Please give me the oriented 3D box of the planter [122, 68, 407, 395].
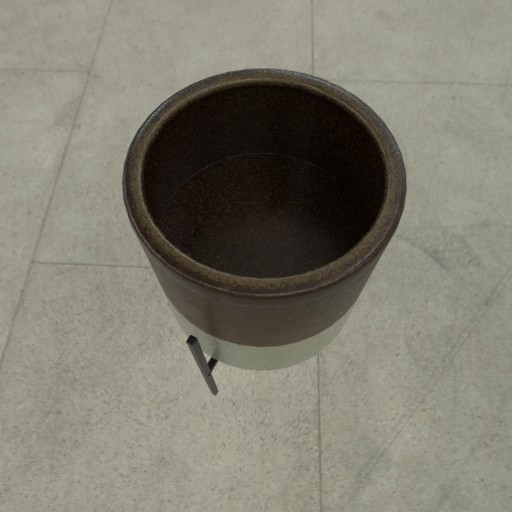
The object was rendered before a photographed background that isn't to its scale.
[{"bbox_3d":[0.000,0.000,0.553,0.255,0.375,0.269,-30,67,-14],"label":"planter"}]
